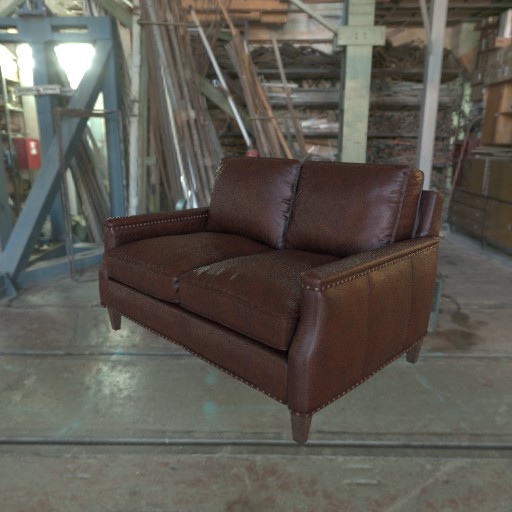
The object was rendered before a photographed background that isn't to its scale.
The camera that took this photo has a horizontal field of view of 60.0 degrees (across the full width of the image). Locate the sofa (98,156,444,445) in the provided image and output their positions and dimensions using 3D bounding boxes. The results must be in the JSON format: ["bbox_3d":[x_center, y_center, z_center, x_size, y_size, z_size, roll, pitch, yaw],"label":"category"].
[{"bbox_3d":[0.000,0.000,2.370,1.083,1.003,1.628,-14,20,-43],"label":"sofa"}]
